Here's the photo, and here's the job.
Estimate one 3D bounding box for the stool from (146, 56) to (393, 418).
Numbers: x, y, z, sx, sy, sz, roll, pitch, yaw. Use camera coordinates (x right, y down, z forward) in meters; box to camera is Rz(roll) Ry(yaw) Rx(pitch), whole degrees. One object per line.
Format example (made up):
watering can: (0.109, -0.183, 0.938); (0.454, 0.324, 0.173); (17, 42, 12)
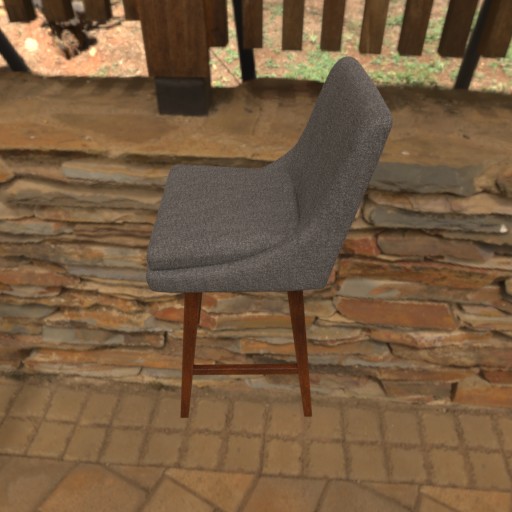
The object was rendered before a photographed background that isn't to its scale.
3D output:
stool: (0.000, 0.000, 1.375); (0.572, 1.068, 0.489); (0, 40, 0)
